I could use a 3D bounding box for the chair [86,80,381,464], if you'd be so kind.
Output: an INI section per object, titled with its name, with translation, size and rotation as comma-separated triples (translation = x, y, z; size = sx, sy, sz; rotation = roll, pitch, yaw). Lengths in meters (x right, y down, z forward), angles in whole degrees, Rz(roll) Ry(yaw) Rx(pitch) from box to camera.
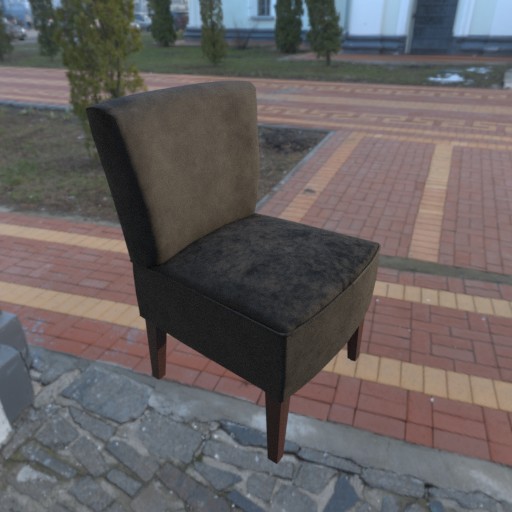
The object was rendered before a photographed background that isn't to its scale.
[chair]
translation = 0.000, 0.000, 1.171
size = 0.554, 0.806, 0.521
rotation = 19, 34, 31
